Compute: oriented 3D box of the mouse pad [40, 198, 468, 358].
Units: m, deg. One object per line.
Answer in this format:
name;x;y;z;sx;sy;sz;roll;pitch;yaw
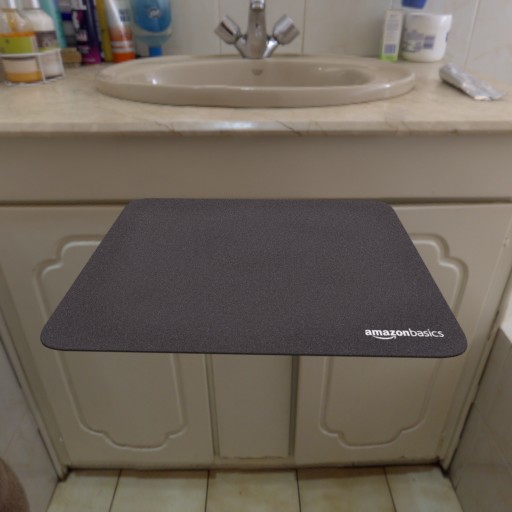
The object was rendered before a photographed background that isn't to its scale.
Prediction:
mouse pad;0.000;0.000;0.426;0.315;0.002;0.269;1;31;1
